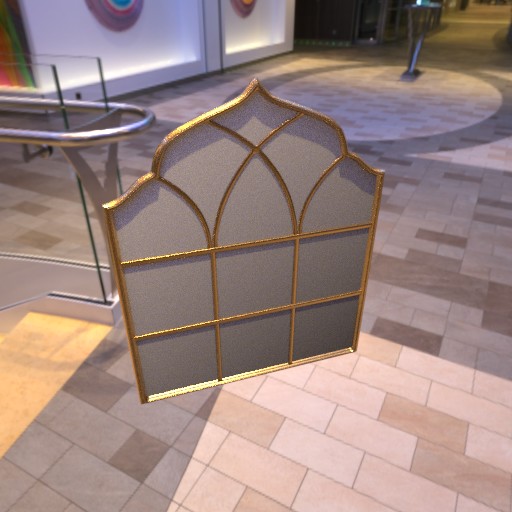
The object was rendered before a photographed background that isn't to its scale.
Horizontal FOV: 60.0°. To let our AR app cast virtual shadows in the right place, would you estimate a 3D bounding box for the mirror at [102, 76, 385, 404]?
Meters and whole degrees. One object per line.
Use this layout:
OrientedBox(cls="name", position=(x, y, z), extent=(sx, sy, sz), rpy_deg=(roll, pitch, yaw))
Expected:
OrientedBox(cls="mirror", position=(0.000, 0.000, 0.838), extent=(0.513, 0.635, 0.018), rpy_deg=(-10, 33, -15))
